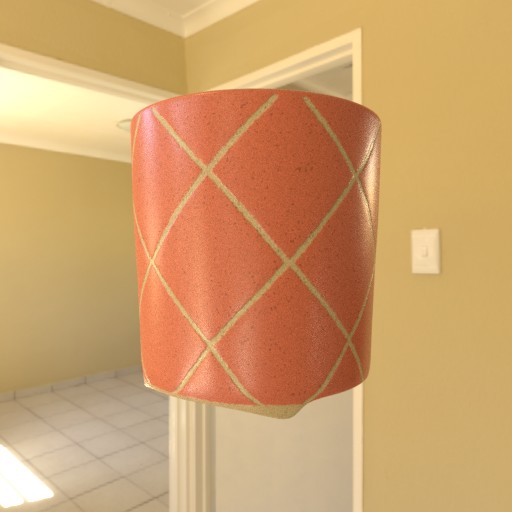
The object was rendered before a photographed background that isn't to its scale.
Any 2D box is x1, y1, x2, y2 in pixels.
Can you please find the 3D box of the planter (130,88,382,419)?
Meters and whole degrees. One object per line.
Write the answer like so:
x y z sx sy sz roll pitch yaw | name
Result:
0.000 0.000 0.419 0.227 0.235 0.227 0 1 0 | planter
